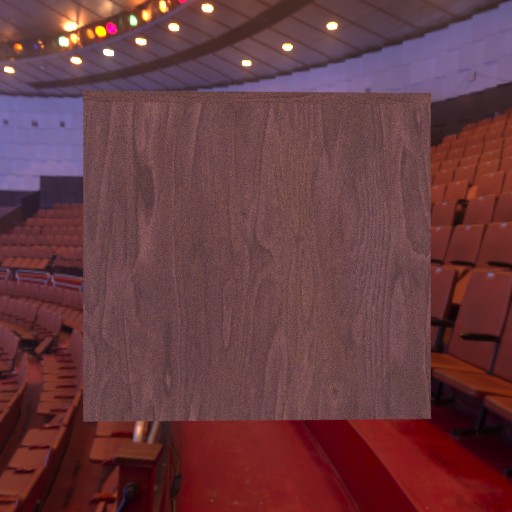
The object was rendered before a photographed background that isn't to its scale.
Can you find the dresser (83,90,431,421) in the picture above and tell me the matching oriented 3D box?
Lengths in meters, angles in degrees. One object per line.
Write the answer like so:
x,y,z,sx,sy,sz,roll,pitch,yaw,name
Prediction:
0.000,0.000,1.293,0.809,0.762,0.529,0,0,-1,dresser
